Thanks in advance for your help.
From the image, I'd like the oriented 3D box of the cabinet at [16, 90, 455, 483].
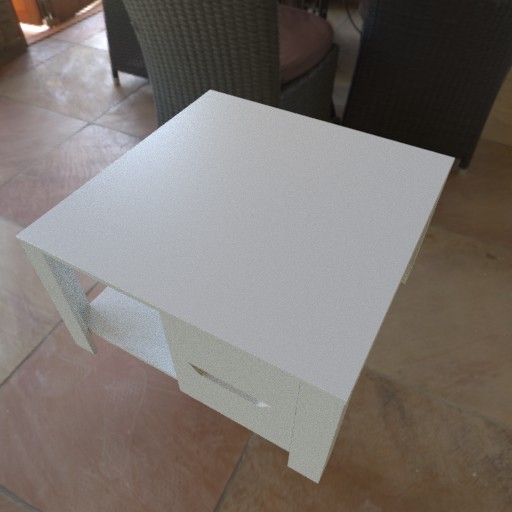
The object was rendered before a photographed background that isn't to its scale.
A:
[{"bbox_3d":[0.000,0.000,1.275,0.800,0.460,0.800,22,51,20],"label":"cabinet"}]
